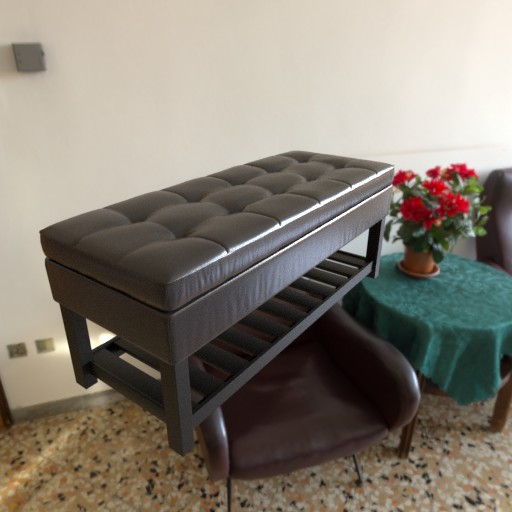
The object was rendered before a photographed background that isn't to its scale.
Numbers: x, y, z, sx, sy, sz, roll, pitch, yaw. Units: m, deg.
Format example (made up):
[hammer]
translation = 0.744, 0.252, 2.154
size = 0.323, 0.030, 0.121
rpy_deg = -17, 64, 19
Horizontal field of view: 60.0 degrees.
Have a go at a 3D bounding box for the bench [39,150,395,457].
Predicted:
[bench]
translation = 0.000, 0.000, 1.373
size = 0.432, 0.460, 1.105
rpy_deg = 17, 30, 33
